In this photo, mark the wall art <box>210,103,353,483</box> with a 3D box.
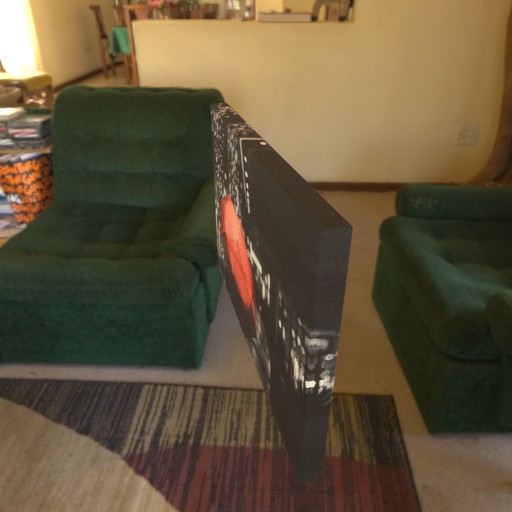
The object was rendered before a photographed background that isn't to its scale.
[{"bbox_3d":[0.000,0.000,0.788,0.037,0.406,0.609,-8,31,-13],"label":"wall art"}]
